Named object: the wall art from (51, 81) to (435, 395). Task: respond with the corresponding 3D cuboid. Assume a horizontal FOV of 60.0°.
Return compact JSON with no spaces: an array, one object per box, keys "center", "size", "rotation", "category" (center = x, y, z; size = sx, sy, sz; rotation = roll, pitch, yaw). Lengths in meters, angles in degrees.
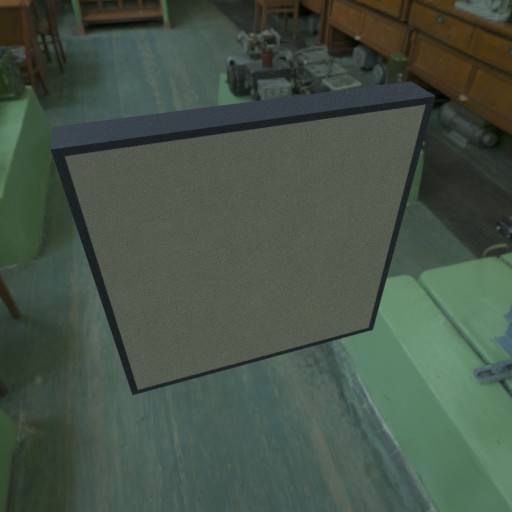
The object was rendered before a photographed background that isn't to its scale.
[{"center":[0.000,0.000,0.444],"size":[0.302,0.300,0.036],"rotation":[-12,42,-14],"category":"wall art"}]
